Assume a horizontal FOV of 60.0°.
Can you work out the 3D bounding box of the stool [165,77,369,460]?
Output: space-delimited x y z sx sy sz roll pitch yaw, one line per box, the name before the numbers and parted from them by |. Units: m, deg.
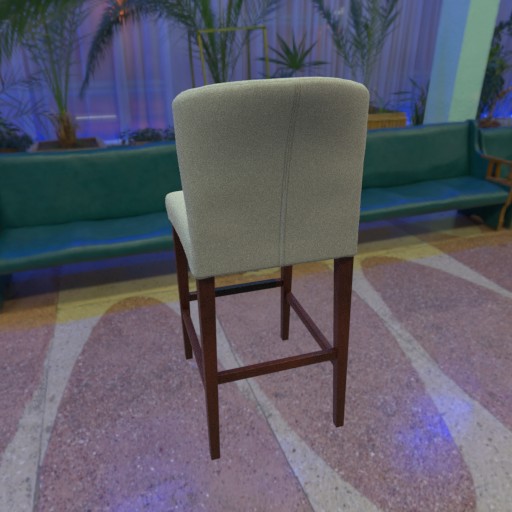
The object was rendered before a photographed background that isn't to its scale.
stool | 0.000 0.000 1.376 0.479 1.069 0.568 -8 27 -16
